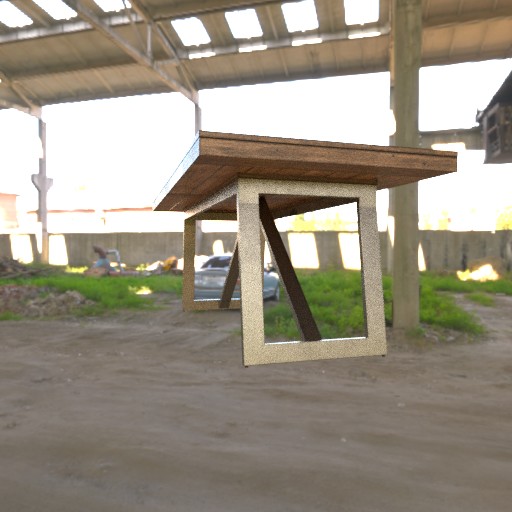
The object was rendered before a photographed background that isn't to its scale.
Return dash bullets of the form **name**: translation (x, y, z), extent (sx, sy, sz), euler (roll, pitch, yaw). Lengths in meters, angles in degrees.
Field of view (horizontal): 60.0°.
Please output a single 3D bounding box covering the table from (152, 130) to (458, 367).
- **table**: translation (0.000, 0.000, 2.338), extent (0.931, 0.757, 1.867), euler (0, 0, -17)
